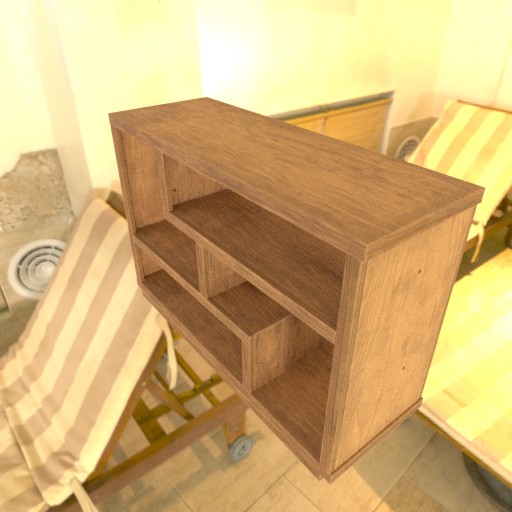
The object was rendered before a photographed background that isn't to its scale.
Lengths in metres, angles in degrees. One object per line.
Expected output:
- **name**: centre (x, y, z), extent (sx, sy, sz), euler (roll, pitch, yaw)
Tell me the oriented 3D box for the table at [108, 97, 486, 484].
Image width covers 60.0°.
- **table**: centre (0.000, 0.000, 1.476), extent (0.410, 0.771, 1.151), euler (-23, 39, -32)
